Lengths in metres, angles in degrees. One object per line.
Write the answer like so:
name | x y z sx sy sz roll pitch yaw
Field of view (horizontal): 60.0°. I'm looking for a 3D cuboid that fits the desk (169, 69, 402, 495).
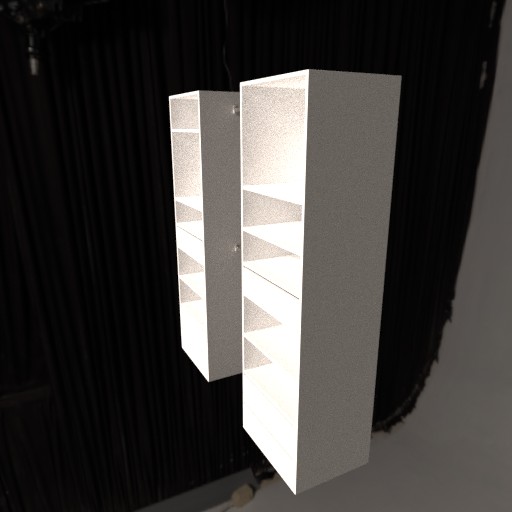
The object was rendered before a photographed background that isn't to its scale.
desk | 0.000 0.000 2.825 0.480 2.000 1.770 -8 18 -27
